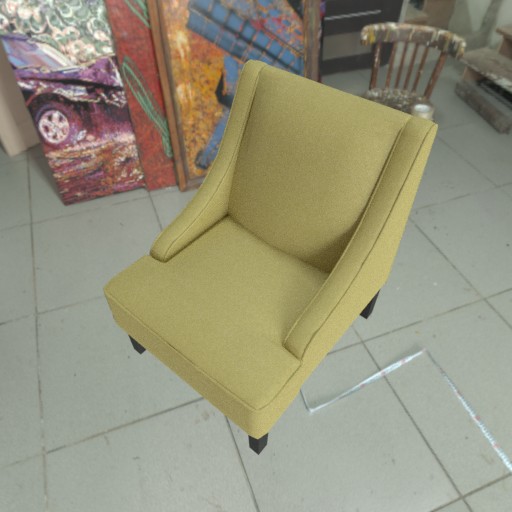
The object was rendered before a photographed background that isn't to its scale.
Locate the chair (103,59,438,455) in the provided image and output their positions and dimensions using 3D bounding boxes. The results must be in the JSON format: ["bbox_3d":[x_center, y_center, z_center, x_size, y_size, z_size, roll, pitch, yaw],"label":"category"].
[{"bbox_3d":[0.000,0.000,1.490,0.696,0.896,0.814,31,54,26],"label":"chair"}]
